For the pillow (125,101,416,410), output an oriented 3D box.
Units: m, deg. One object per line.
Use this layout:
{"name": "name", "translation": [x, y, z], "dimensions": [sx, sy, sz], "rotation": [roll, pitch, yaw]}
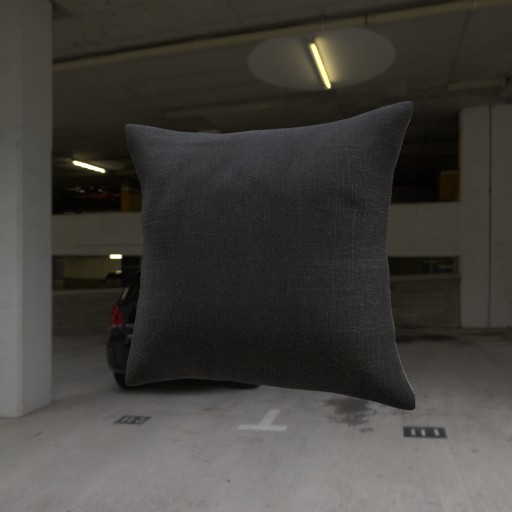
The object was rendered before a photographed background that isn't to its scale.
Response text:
{"name": "pillow", "translation": [0.000, 0.000, 0.689], "dimensions": [0.468, 0.444, 0.138], "rotation": [0, 0, 17]}
